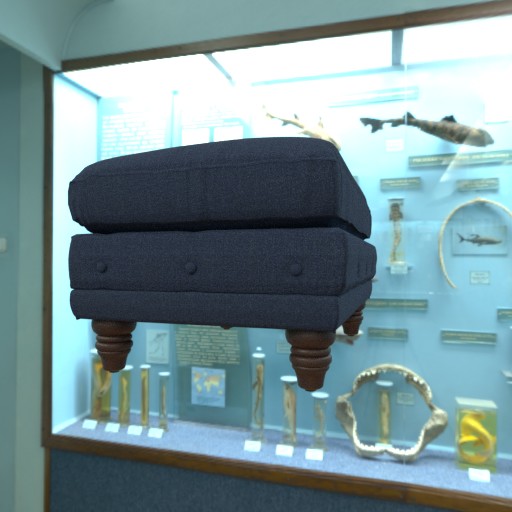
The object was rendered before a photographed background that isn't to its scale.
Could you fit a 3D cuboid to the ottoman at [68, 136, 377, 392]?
[{"bbox_3d":[0.000,0.000,1.140,0.558,0.486,0.767,0,-1,19],"label":"ottoman"}]
